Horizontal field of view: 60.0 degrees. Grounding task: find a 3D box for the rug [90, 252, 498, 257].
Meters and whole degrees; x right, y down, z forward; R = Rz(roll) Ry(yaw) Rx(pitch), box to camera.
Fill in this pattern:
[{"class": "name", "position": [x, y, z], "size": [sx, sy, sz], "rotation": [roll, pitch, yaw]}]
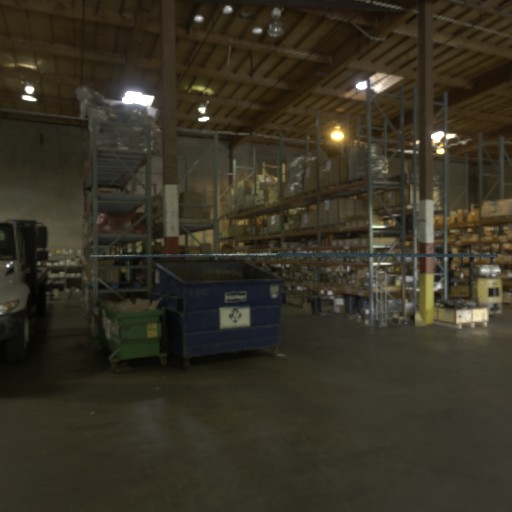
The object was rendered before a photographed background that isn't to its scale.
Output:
[{"class": "rug", "position": [0.000, 0.000, 2.969], "size": [1.530, 0.015, 2.449], "rotation": [0, 0, -35]}]
